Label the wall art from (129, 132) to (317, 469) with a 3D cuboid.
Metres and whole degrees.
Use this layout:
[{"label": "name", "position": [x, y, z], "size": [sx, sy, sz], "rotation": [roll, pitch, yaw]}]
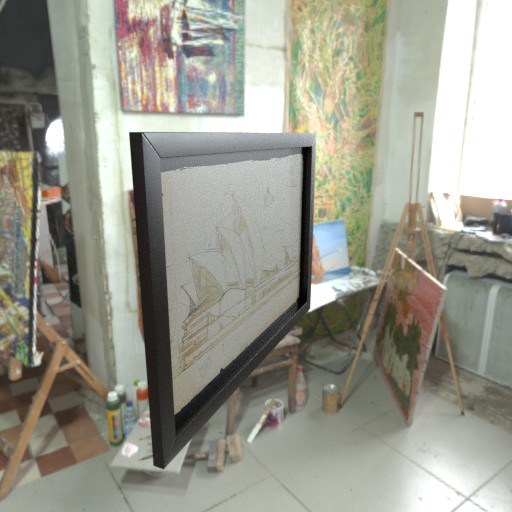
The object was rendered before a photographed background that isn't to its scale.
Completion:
[{"label": "wall art", "position": [0.000, 0.000, 0.572], "size": [0.013, 0.306, 0.440], "rotation": [7, 17, 24]}]
